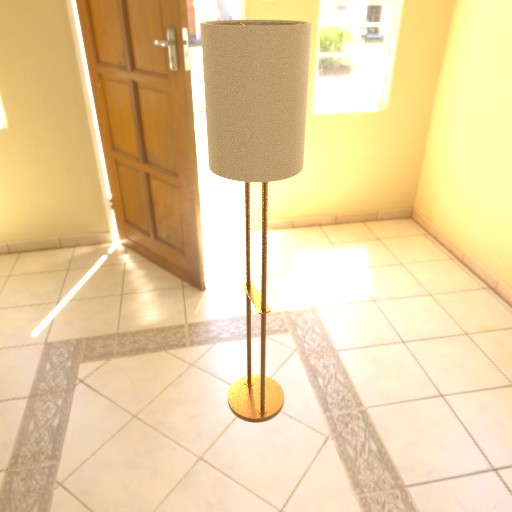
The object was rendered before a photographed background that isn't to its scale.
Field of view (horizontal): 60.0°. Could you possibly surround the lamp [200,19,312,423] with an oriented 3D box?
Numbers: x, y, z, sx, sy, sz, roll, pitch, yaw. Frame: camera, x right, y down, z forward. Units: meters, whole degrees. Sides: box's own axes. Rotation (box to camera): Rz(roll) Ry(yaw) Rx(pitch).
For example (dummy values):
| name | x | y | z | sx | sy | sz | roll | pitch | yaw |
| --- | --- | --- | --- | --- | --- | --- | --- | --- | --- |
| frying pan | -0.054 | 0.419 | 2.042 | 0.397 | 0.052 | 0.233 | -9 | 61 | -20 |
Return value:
| name | x | y | z | sx | sy | sz | roll | pitch | yaw |
| --- | --- | --- | --- | --- | --- | --- | --- | --- | --- |
| lamp | 0.000 | 0.000 | 1.606 | 0.305 | 1.500 | 0.306 | -11 | 32 | -18 |
